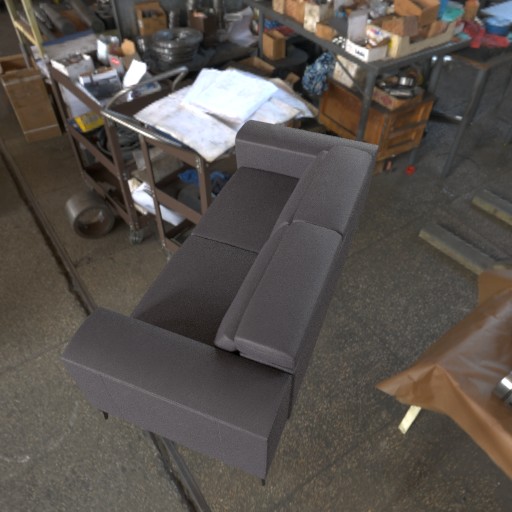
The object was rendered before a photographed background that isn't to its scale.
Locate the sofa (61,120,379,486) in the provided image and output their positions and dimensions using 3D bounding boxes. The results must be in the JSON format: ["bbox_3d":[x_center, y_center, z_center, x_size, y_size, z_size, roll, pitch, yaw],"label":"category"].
[{"bbox_3d":[0.000,0.000,2.806,1.048,0.814,2.330,16,48,15],"label":"sofa"}]
